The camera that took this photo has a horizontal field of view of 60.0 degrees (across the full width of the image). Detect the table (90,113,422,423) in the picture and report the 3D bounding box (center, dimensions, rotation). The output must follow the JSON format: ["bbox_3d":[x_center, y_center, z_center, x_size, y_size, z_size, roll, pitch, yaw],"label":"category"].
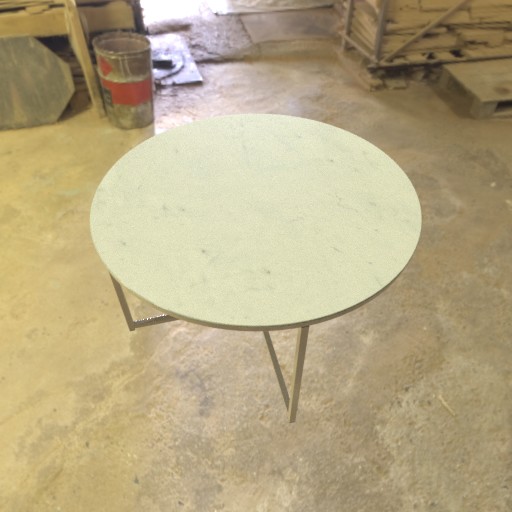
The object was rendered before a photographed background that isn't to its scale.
[{"bbox_3d":[0.000,0.000,1.263,0.800,0.450,0.800,0,46,0],"label":"table"}]
